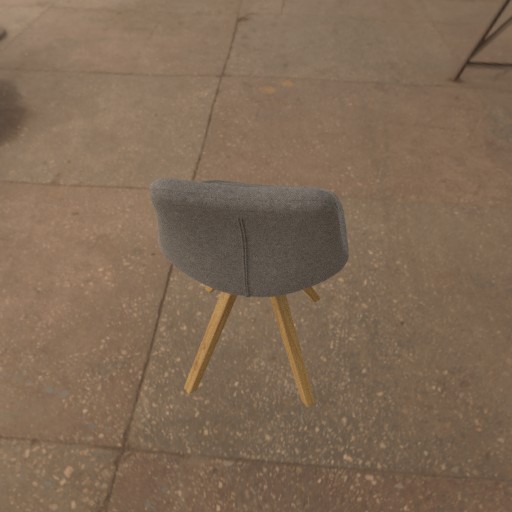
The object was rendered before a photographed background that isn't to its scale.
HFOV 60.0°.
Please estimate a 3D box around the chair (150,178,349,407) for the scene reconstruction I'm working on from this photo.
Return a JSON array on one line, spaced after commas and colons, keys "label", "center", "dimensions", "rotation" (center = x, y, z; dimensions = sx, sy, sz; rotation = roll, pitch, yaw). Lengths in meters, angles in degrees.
[{"label": "chair", "center": [0.000, 0.000, 1.226], "dimensions": [0.483, 0.865, 0.550], "rotation": [5, 47, 4]}]
